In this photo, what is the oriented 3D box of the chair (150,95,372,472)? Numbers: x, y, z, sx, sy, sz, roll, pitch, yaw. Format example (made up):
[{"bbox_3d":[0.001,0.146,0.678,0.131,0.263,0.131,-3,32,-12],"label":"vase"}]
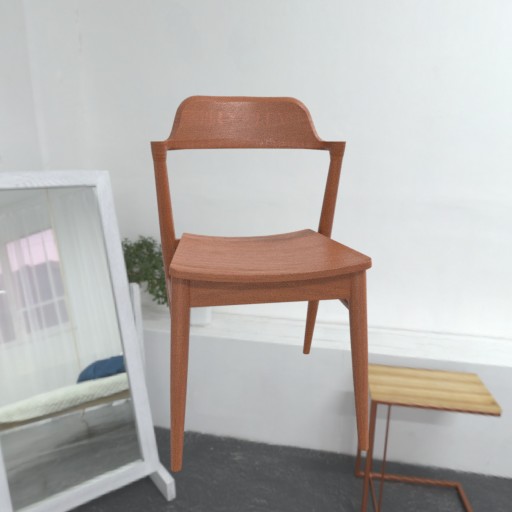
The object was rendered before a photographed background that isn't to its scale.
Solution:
[{"bbox_3d":[0.000,0.000,1.109,0.496,0.801,0.499,-2,15,-9],"label":"chair"}]
